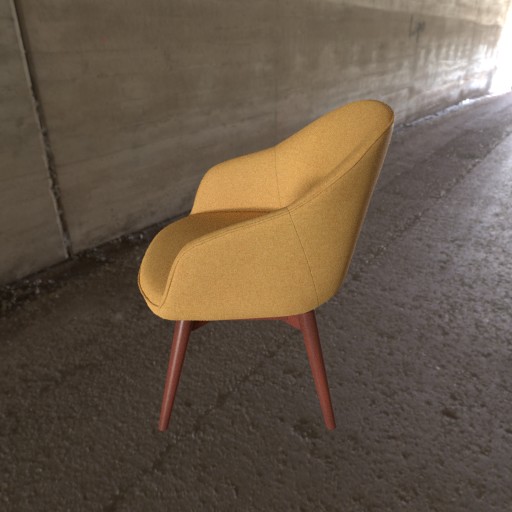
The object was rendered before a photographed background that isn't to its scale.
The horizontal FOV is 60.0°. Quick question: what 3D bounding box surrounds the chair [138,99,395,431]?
[{"bbox_3d":[0.000,0.000,1.248,0.635,0.823,0.596,0,27,0],"label":"chair"}]
